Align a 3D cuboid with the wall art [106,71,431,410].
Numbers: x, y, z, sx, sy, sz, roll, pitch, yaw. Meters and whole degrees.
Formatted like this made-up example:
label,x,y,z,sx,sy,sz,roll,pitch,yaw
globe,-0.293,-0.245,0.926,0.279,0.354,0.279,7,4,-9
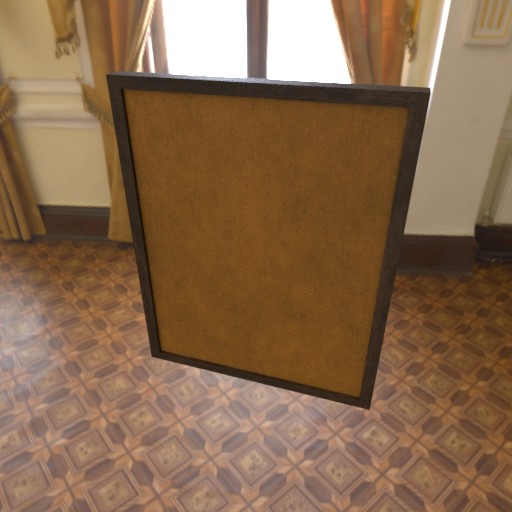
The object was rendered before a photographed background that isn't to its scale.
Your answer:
label,x,y,z,sx,sy,sz,roll,pitch,yaw
wall art,0.000,0.000,0.545,0.329,0.406,0.027,9,32,15
